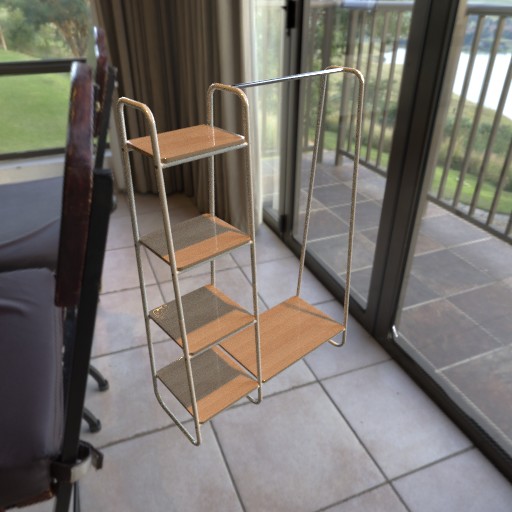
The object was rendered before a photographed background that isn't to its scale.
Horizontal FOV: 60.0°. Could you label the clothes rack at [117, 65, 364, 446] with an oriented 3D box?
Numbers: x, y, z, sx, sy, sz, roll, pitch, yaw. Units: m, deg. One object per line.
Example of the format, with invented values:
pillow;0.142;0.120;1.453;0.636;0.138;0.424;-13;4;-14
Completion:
clothes rack;0.000;0.000;2.012;1.011;1.500;0.400;-24;39;-34
